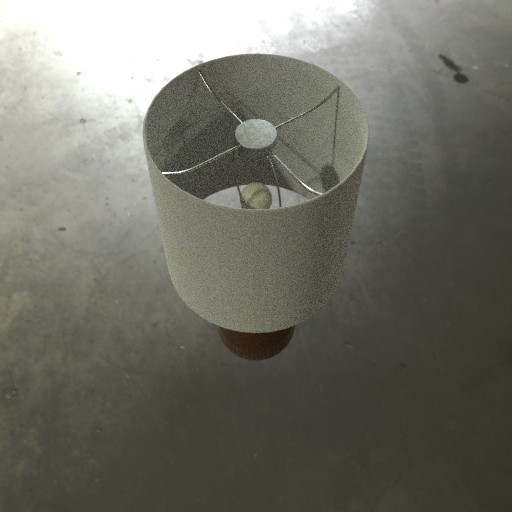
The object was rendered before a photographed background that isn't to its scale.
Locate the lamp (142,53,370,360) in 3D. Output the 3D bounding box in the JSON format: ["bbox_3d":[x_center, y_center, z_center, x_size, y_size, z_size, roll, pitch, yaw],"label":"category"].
[{"bbox_3d":[0.000,0.000,0.478,0.186,0.369,0.186,0,58,0],"label":"lamp"}]
